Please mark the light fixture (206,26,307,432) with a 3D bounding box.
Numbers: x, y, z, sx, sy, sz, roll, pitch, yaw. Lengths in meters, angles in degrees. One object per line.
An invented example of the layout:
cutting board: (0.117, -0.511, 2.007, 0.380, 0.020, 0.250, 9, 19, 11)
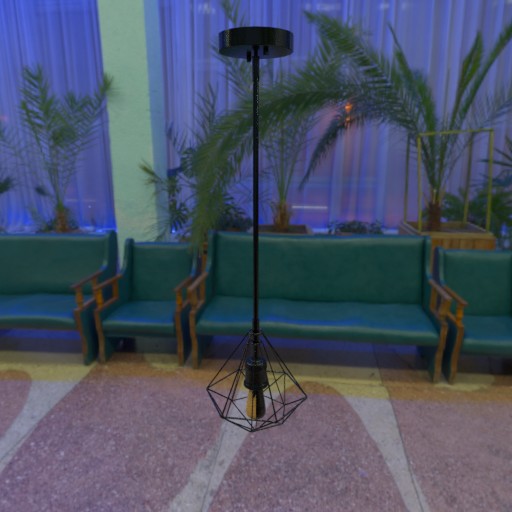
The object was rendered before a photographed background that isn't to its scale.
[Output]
light fixture: (0.000, 0.000, 1.941, 0.487, 1.764, 0.431, 2, 15, 8)
